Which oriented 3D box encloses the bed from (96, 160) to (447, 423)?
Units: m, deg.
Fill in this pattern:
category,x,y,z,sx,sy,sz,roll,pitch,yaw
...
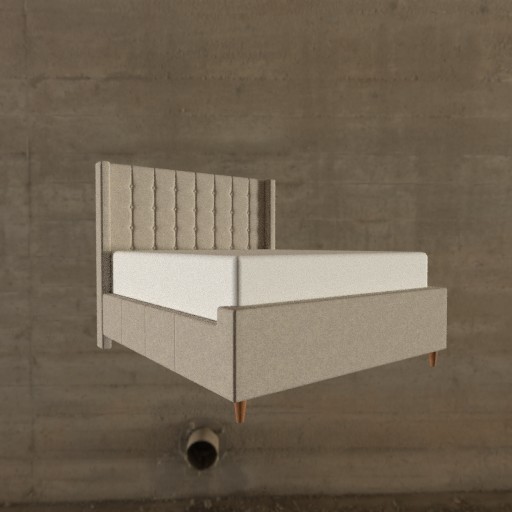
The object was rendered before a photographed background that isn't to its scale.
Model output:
category,x,y,z,sx,sy,sz,roll,pitch,yaw
bed,0.000,0.000,3.864,2.045,1.743,2.370,-1,2,-36
